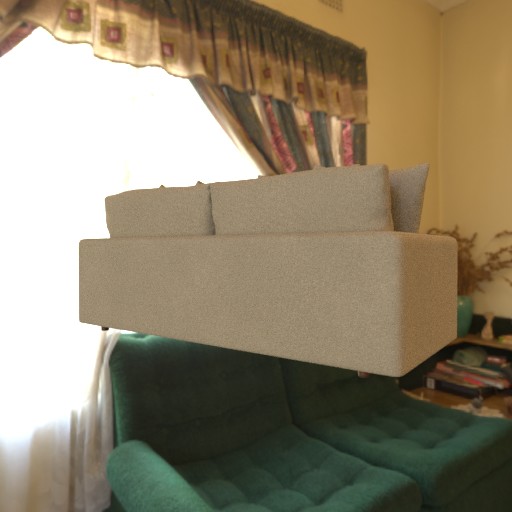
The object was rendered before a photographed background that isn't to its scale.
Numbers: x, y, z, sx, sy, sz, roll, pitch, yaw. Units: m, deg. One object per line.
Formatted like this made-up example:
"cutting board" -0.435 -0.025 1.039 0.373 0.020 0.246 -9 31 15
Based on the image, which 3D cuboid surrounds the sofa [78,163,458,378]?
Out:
"sofa" 0.000 0.000 3.024 2.380 1.084 1.228 1 1 36
